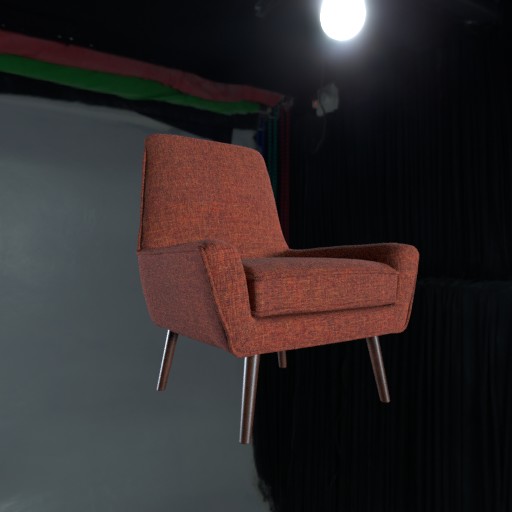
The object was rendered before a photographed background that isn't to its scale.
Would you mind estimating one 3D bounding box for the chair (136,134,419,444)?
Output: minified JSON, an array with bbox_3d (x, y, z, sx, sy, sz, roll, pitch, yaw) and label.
[{"bbox_3d":[0.000,0.000,1.511,0.803,0.911,0.784,0,0,-35],"label":"chair"}]
